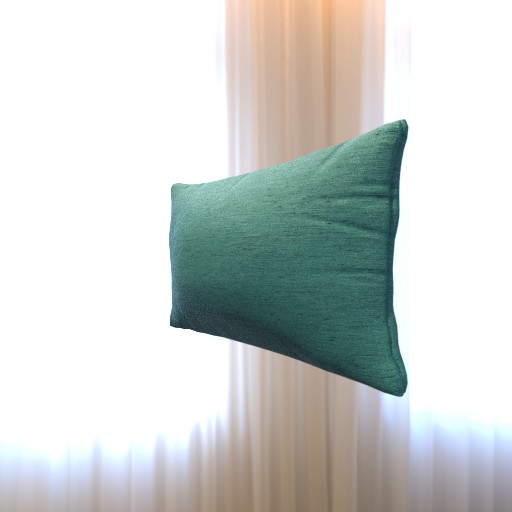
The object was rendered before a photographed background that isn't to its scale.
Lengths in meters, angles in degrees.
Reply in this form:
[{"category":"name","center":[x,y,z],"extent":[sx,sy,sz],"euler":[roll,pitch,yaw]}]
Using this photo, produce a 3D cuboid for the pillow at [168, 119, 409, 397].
[{"category":"pillow","center":[0.000,0.000,0.792],"extent":[0.210,0.338,0.633],"euler":[0,0,-36]}]
